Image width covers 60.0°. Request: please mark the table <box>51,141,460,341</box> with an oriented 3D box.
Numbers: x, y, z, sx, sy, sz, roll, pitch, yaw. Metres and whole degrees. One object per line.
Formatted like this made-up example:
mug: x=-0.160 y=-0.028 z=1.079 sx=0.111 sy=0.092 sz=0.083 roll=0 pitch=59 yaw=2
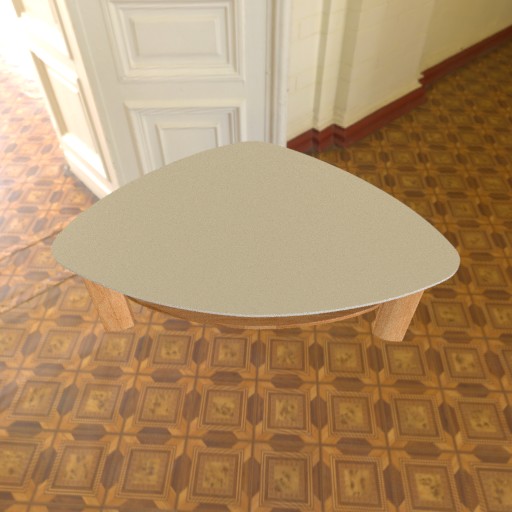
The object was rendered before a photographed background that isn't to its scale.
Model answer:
table: x=0.000 y=0.000 z=1.644 sx=1.250 sy=0.440 sz=0.850 roll=2 pitch=47 yaw=2
